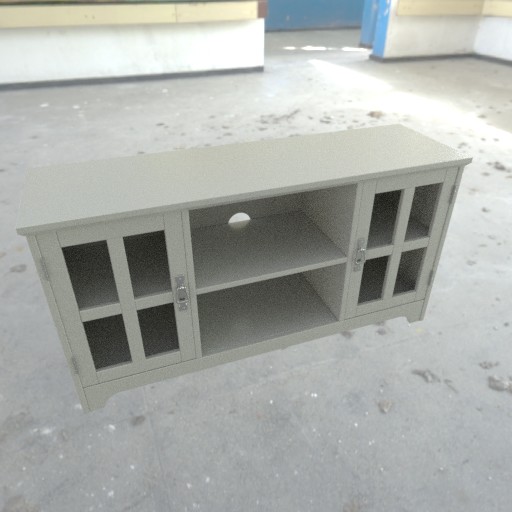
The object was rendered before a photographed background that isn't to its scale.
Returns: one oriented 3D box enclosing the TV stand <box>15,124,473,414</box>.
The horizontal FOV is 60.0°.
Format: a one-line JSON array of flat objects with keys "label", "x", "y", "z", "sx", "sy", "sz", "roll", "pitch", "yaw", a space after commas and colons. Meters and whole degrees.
[{"label": "TV stand", "x": 0.000, "y": 0.000, "z": 1.367, "sx": 1.167, "sy": 0.603, "sz": 0.344, "roll": -11, "pitch": 35, "yaw": -17}]
